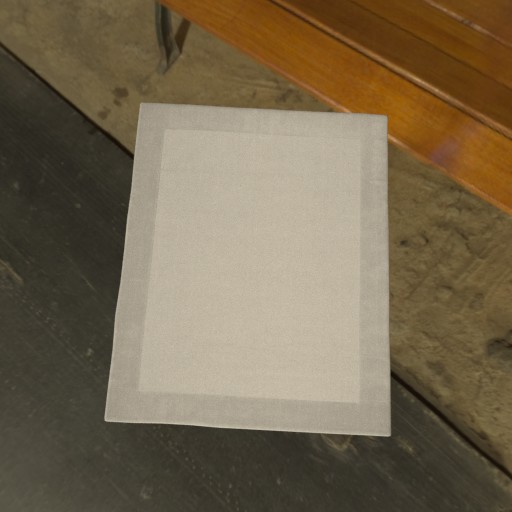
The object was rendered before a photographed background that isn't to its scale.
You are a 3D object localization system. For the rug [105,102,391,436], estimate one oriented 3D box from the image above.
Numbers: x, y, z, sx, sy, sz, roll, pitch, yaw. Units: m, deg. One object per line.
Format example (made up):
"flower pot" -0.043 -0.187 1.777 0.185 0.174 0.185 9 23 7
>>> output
"rug" 0.000 0.000 4.035 2.430 0.018 2.976 3 78 1
